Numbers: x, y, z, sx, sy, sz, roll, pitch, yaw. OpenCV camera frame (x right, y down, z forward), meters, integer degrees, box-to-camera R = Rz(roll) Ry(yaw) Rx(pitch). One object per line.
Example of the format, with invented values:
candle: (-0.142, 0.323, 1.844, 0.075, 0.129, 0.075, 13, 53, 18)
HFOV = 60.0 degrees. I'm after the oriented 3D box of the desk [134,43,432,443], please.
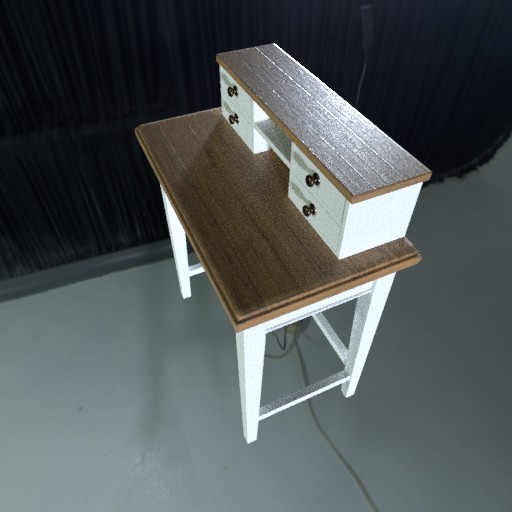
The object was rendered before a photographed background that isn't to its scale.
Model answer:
desk: (0.000, 0.000, 1.408, 0.462, 0.981, 0.814, -19, 49, -17)
